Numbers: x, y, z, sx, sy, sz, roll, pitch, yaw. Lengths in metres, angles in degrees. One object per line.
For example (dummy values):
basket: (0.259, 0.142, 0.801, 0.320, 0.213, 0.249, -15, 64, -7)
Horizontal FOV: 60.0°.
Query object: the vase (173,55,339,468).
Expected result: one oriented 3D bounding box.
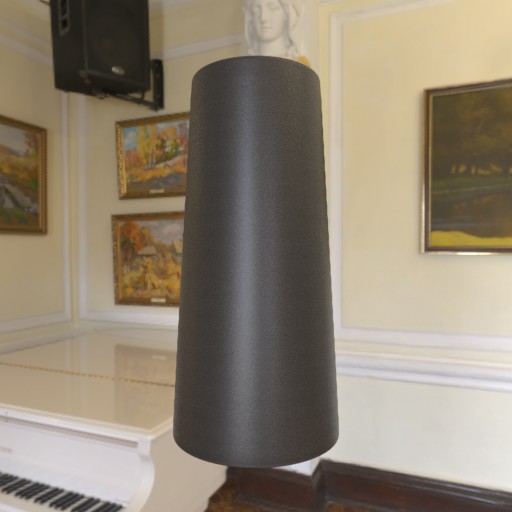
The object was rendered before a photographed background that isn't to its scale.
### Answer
vase: (0.000, 0.000, 0.369, 0.136, 0.289, 0.136, 0, 0, 35)
